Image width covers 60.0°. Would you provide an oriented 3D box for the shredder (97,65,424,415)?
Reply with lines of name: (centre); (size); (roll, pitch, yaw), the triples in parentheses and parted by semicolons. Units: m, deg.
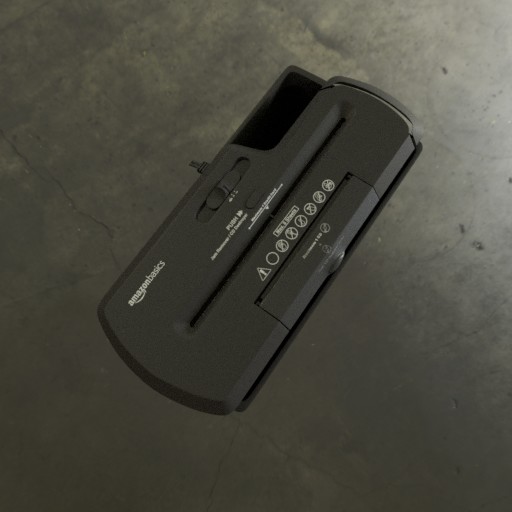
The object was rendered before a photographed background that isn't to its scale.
shredder: (0.000, 0.000, 0.515); (0.170, 0.335, 0.320); (35, 79, 8)
